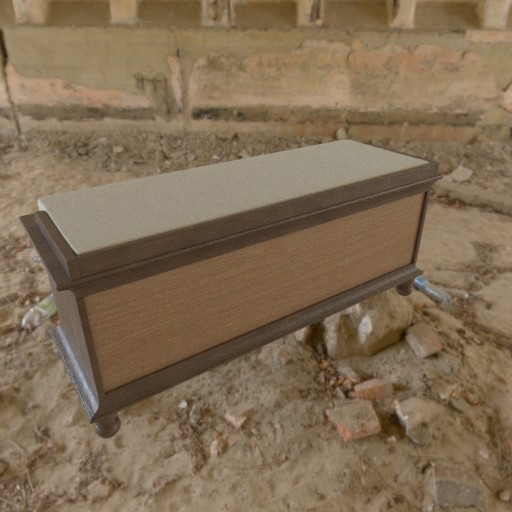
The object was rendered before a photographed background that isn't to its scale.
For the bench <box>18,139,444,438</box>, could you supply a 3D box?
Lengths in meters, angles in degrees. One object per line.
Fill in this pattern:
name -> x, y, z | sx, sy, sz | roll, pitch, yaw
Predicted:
bench -> 0.000, 0.000, 1.367 | 1.185, 0.501, 0.402 | -18, 33, -30
